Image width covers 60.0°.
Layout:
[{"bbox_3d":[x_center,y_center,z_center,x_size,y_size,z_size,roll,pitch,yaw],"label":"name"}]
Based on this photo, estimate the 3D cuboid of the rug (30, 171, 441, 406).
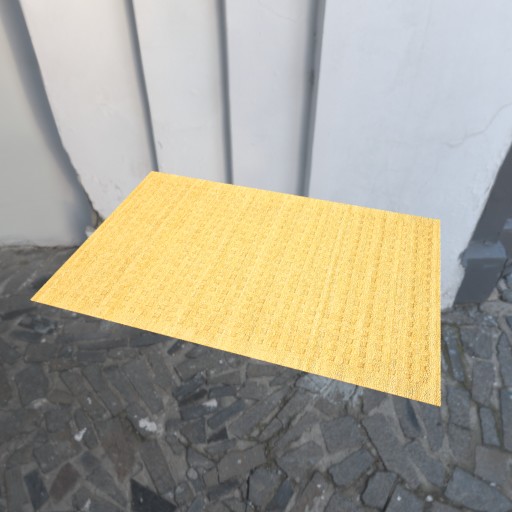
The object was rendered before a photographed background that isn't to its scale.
[{"bbox_3d":[0.000,0.000,2.881,2.286,0.006,1.524,12,43,13],"label":"rug"}]
